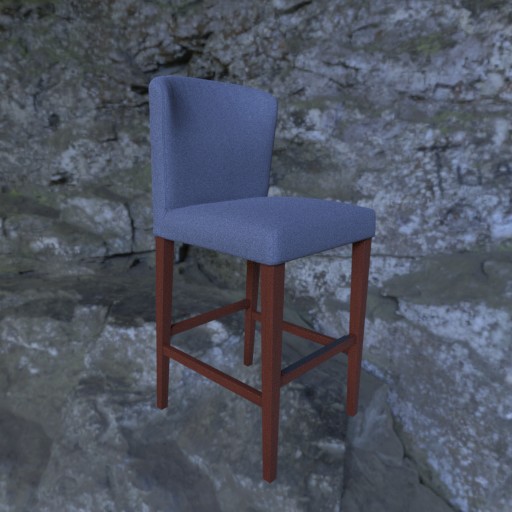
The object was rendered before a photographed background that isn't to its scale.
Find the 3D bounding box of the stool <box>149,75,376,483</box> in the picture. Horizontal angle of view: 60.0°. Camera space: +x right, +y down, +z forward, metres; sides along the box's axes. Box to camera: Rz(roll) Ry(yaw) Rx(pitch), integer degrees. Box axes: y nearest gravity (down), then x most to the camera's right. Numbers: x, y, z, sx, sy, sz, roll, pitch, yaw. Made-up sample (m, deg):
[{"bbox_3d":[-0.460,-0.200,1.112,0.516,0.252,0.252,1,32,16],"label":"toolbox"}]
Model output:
[{"bbox_3d":[0.000,0.000,1.358,0.568,1.069,0.481,13,19,42],"label":"stool"}]
